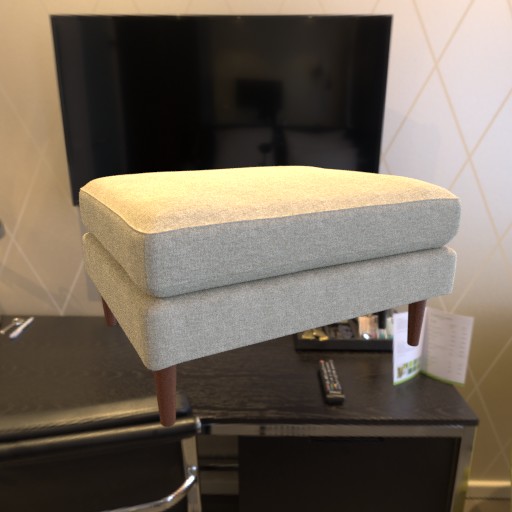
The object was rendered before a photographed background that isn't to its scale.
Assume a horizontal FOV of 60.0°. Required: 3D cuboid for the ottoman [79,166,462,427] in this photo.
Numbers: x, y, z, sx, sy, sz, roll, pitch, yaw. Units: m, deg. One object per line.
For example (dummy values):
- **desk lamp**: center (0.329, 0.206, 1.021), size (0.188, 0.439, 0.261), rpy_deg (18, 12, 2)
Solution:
- **ottoman**: center (0.000, 0.000, 1.240), size (0.821, 0.474, 0.693), rpy_deg (-9, 18, -28)
